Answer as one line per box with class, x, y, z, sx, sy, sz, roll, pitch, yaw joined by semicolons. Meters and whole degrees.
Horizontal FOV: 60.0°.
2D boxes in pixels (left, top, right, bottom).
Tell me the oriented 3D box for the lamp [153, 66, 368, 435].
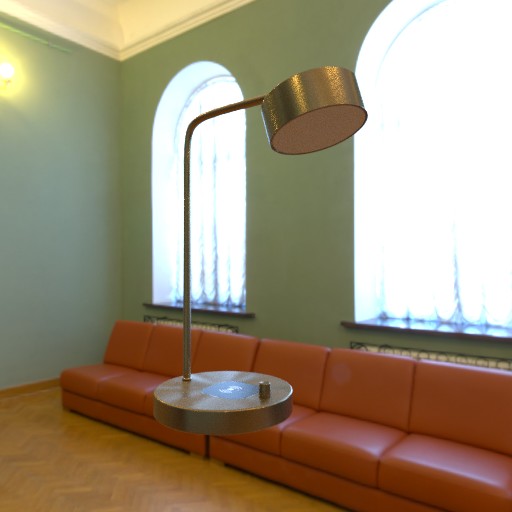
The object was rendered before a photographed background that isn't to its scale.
lamp;0.000;0.000;0.525;0.270;0.380;0.171;-1;-1;36
